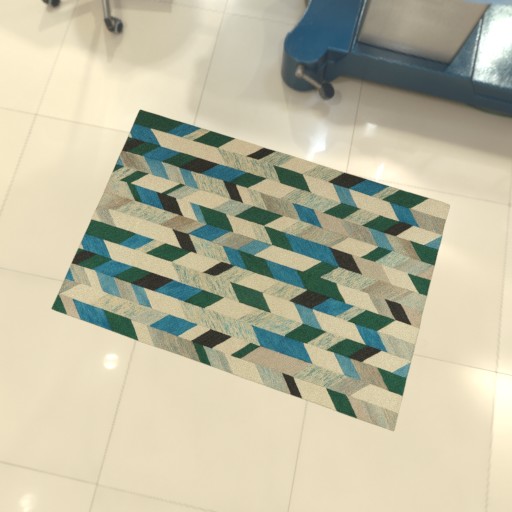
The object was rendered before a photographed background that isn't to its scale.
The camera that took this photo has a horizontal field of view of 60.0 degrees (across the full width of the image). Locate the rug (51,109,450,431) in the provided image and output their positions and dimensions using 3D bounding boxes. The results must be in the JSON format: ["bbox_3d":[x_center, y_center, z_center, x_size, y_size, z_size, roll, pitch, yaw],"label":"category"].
[{"bbox_3d":[0.000,0.000,2.349,1.827,0.005,1.229,18,77,4],"label":"rug"}]
